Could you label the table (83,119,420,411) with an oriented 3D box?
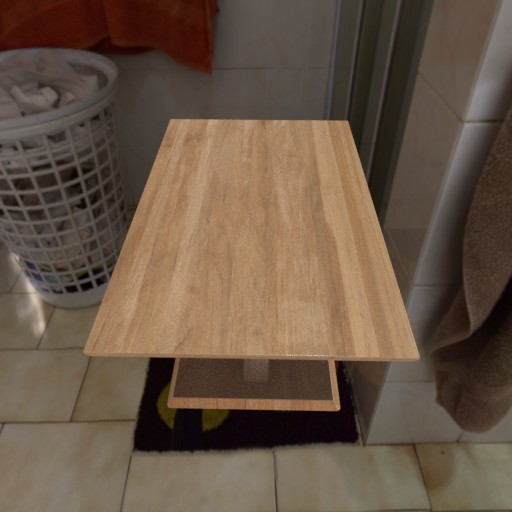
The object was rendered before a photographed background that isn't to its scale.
[{"bbox_3d":[0.000,0.000,1.465,0.692,0.441,1.100,1,42,1],"label":"table"}]
